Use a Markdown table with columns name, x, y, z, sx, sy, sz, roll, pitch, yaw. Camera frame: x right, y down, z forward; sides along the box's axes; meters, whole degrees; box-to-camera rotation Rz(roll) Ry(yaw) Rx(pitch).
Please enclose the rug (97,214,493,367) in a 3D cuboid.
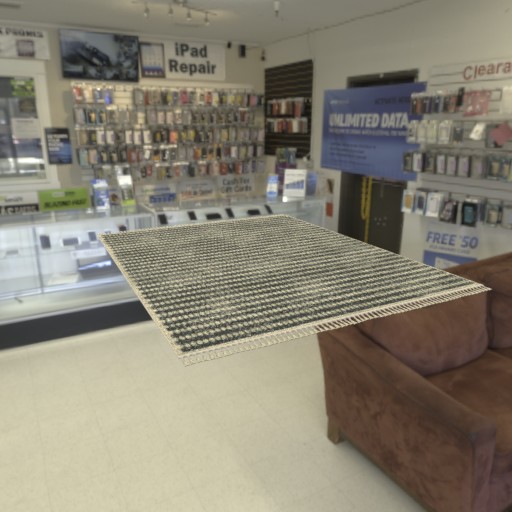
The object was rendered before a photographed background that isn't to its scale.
| name | x | y | z | sx | sy | sz | roll | pitch | yaw |
| --- | --- | --- | --- | --- | --- | --- | --- | --- | --- |
| rug | 0.000 | 0.000 | 3.855 | 2.256 | 0.013 | 2.910 | -8 | 19 | -26 |
